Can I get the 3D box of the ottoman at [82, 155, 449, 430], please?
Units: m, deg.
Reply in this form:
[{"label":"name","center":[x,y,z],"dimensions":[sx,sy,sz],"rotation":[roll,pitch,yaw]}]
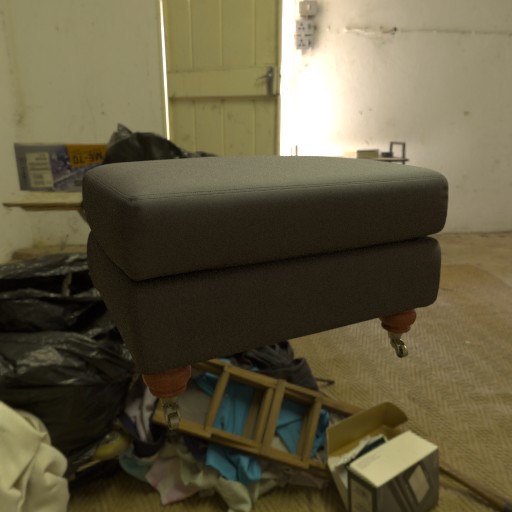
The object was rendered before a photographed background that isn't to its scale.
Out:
[{"label":"ottoman","center":[0.000,0.000,1.148],"dimensions":[0.773,0.497,0.574],"rotation":[-8,18,-26]}]
